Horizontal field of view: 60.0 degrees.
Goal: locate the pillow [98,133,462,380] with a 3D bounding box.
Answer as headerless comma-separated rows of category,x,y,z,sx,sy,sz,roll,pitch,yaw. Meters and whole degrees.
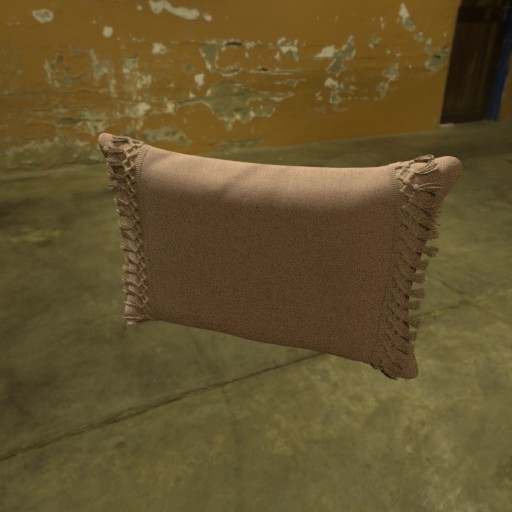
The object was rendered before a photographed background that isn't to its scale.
pillow,0.000,0.000,0.603,0.466,0.305,0.084,9,27,18
